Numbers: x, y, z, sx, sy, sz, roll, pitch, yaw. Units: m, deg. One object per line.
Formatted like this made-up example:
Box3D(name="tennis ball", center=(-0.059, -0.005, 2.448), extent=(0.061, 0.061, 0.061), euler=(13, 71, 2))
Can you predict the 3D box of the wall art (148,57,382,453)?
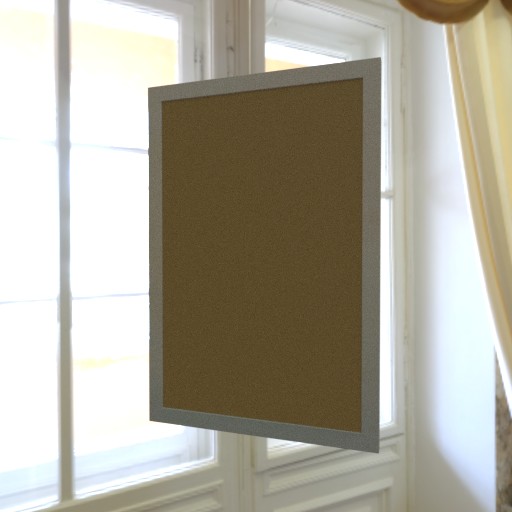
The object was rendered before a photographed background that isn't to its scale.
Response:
Box3D(name="wall art", center=(0.000, 0.000, 1.415), extent=(0.764, 1.143, 0.038), euler=(0, 1, 18))
